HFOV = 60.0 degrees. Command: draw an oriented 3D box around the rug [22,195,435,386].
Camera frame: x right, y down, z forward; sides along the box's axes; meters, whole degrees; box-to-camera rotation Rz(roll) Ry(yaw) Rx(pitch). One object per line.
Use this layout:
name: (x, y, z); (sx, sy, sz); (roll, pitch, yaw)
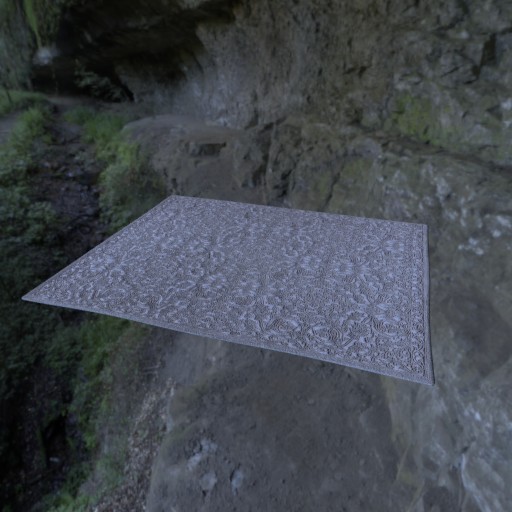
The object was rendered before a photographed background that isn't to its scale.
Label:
rug: (0.000, 0.000, 4.045); (3.017, 0.035, 2.472); (9, 29, 16)
